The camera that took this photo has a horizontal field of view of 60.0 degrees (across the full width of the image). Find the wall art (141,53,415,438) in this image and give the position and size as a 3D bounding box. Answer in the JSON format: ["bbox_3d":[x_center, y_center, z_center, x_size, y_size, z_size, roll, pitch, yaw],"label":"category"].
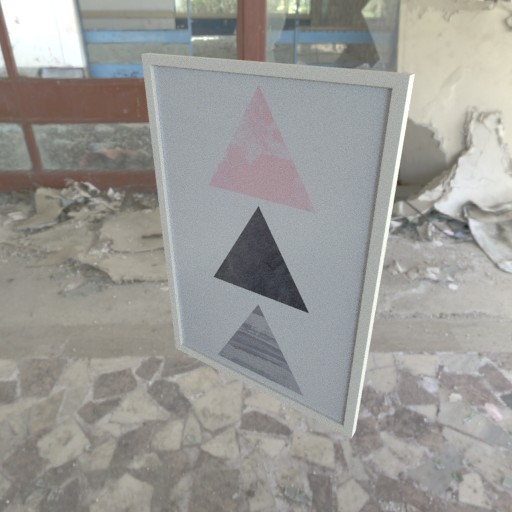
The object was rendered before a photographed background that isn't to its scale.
[{"bbox_3d":[0.000,0.000,0.537,0.303,0.433,0.013,19,35,29],"label":"wall art"}]
